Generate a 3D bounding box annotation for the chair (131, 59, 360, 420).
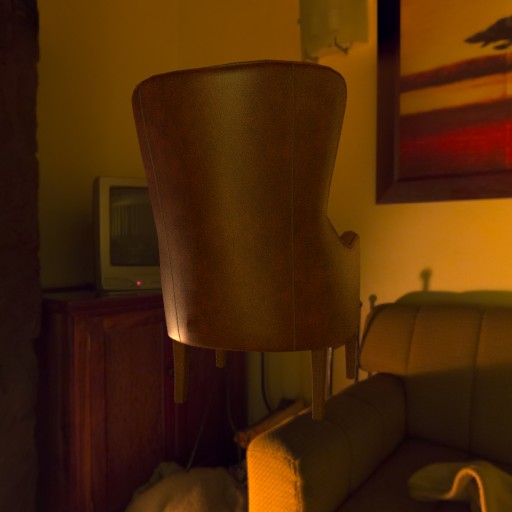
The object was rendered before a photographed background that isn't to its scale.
[{"bbox_3d":[0.000,0.000,1.599,0.692,1.048,0.914,0,1,18],"label":"chair"}]
